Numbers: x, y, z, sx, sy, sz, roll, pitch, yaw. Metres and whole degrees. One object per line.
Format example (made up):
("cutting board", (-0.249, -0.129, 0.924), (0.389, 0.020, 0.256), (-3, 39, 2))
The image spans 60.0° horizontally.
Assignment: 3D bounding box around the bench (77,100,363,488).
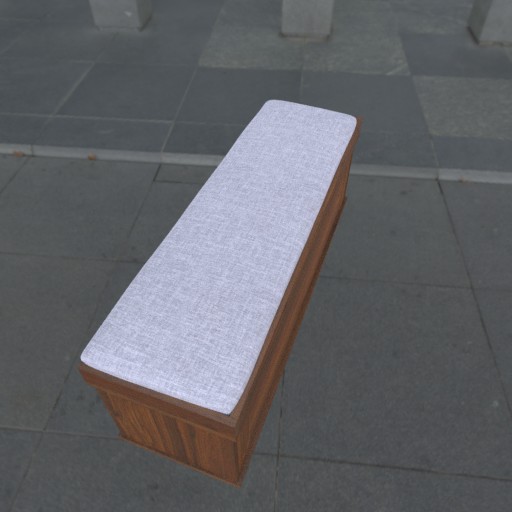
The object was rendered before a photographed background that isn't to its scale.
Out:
("bench", (0.000, 0.000, 1.398), (0.367, 0.468, 1.196), (15, 49, 14))
